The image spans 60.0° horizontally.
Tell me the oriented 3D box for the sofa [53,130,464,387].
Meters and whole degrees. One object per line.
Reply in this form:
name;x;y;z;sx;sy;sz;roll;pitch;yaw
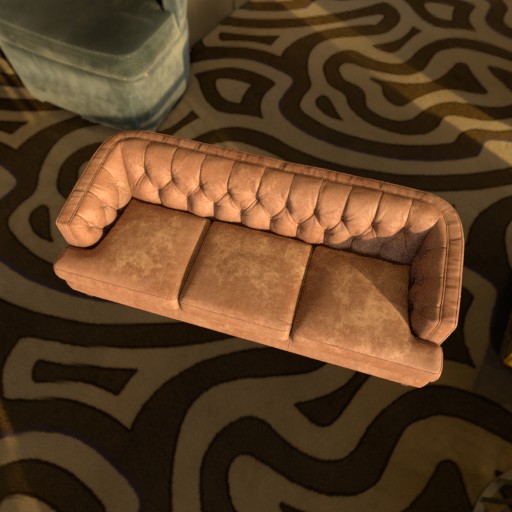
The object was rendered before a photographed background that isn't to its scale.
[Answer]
sofa;0.000;0.000;2.687;2.257;0.791;0.922;14;59;9
